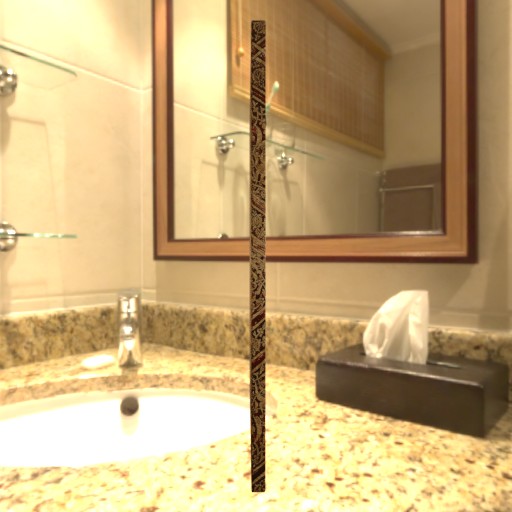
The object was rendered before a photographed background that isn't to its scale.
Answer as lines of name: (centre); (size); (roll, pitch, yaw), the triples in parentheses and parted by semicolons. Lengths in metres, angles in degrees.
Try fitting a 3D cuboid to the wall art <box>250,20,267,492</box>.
wall art: (0.000, 0.000, 0.761); (0.020, 0.599, 0.397); (0, 1, -1)
